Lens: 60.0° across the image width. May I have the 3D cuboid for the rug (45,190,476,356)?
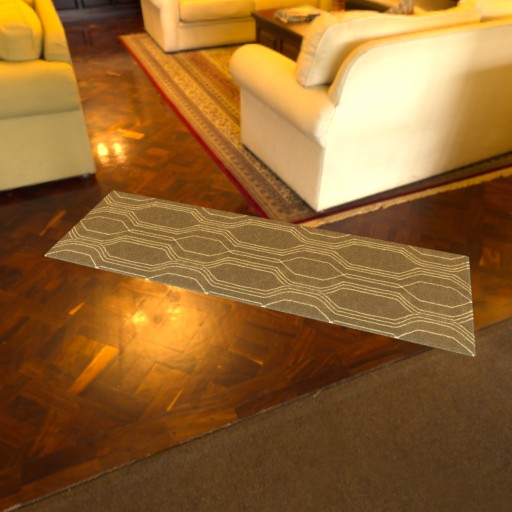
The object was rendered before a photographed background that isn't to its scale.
[{"bbox_3d":[0.000,0.000,2.695,2.464,0.012,0.773,12,42,13],"label":"rug"}]
